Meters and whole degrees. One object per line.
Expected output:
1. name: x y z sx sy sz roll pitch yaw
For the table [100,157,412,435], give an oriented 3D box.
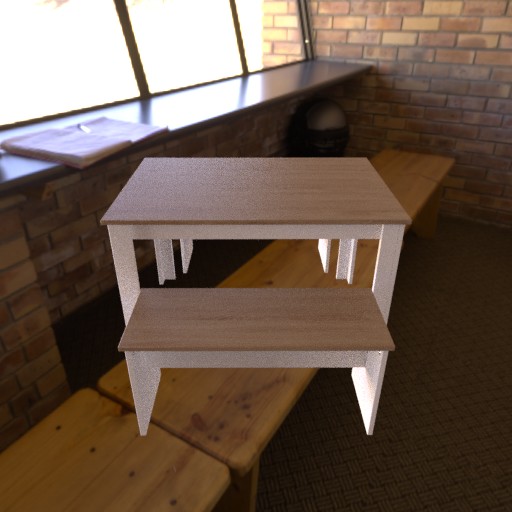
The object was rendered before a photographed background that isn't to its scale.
1. table: 0.000 0.000 2.049 1.100 0.700 1.443 0 30 0
